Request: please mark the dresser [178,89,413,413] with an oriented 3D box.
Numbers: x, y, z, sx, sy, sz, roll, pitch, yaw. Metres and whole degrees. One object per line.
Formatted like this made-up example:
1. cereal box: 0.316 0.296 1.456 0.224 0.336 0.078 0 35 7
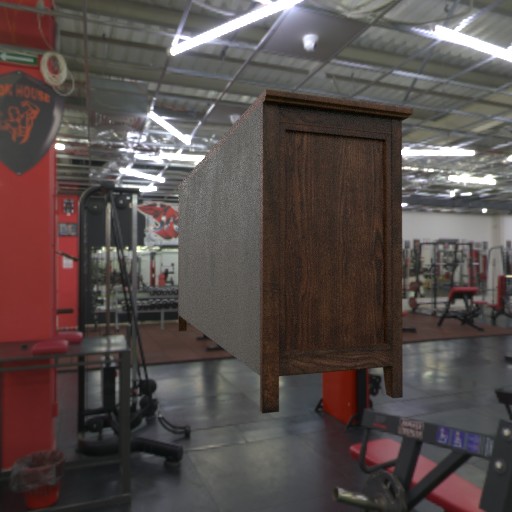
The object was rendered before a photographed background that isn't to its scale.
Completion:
1. dresser: 0.000 0.000 1.960 0.463 0.856 1.551 0 -1 -18
